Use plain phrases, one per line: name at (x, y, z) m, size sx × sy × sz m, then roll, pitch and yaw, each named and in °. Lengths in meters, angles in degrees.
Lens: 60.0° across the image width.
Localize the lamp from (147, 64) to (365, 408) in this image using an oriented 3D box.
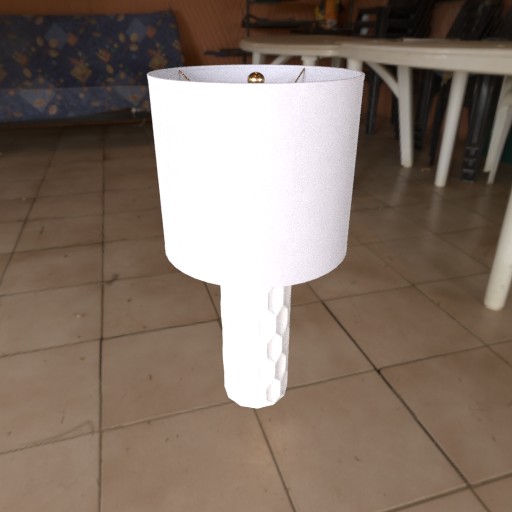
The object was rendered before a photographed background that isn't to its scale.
lamp at (0.000, 0.000, 0.697) m, size 0.277 × 0.537 × 0.277 m, roll -8°, pitch 28°, yaw -16°
